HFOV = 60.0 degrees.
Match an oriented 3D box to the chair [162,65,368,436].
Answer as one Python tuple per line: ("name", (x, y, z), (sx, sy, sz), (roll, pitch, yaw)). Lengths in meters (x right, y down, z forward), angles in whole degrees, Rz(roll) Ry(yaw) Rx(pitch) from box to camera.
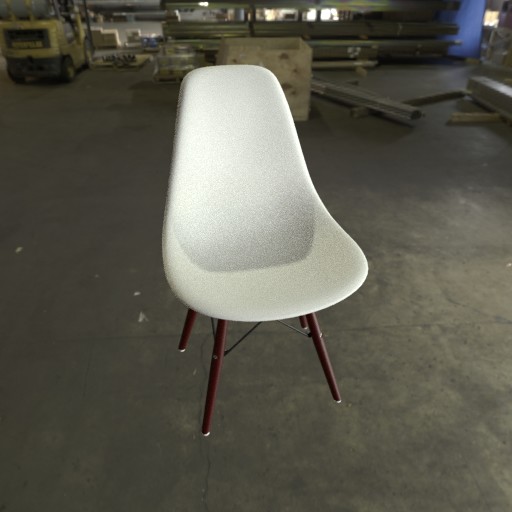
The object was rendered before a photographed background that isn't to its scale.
("chair", (0.000, 0.000, 1.134), (0.470, 0.826, 0.533), (-9, 34, -14))
